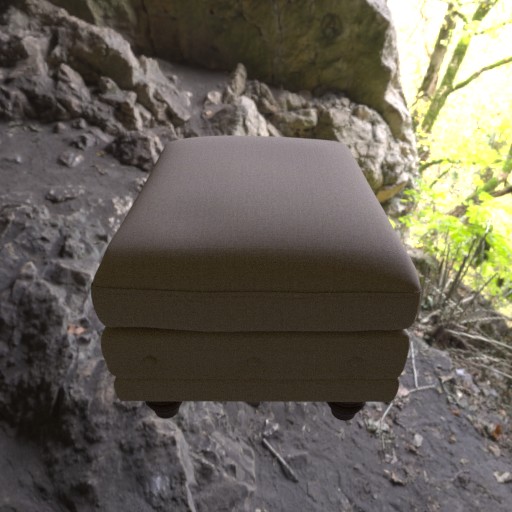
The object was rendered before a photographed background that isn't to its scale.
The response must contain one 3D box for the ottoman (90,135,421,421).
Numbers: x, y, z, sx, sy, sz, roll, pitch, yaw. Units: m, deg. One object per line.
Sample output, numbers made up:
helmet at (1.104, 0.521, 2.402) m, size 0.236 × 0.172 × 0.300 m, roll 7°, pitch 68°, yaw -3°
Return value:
ottoman at (0.000, 0.000, 1.045) m, size 0.541 × 0.463 × 0.684 m, roll 0°, pitch 32°, yaw 1°
